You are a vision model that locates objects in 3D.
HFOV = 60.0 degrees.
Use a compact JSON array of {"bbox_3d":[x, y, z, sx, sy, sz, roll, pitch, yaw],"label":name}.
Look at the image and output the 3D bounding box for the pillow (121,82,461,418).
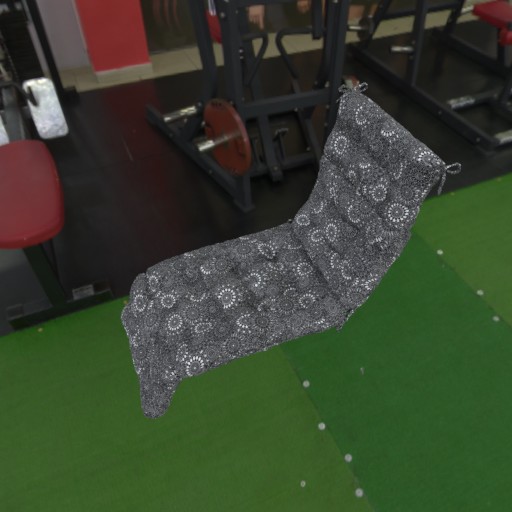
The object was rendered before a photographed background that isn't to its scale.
[{"bbox_3d":[0.000,0.000,1.520,1.016,0.863,0.526,-16,49,-15],"label":"pillow"}]
